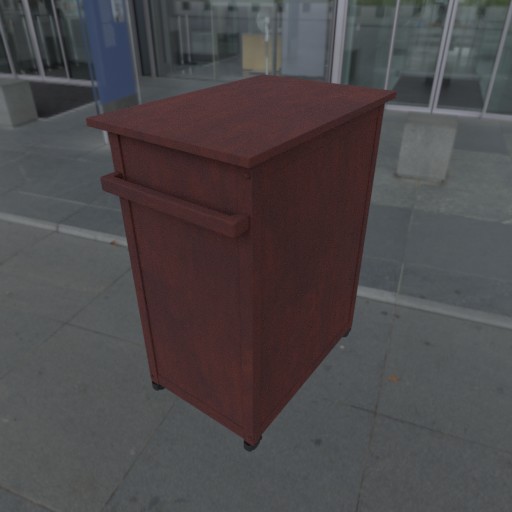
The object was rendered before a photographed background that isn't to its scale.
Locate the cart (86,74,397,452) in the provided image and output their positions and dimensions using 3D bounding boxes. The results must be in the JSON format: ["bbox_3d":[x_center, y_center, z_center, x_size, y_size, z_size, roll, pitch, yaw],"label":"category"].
[{"bbox_3d":[0.000,0.000,1.297,0.442,0.864,0.683,21,37,30],"label":"cart"}]
